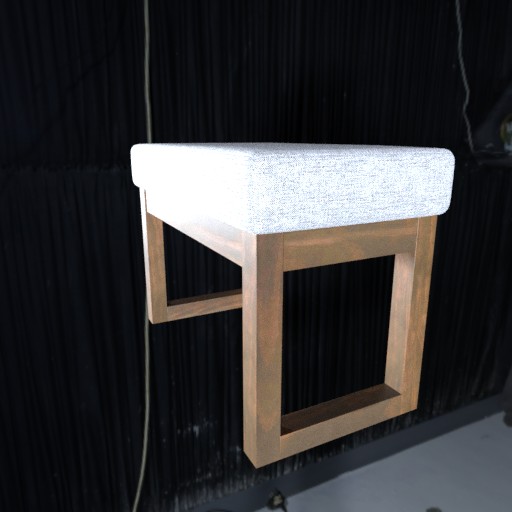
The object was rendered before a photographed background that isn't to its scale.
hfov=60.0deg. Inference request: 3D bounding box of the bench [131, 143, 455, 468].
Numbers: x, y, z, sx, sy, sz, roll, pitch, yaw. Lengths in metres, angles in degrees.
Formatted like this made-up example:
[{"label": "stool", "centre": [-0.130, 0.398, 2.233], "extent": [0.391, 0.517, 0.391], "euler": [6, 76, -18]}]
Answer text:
[{"label": "bench", "centre": [0.000, 0.000, 0.955], "extent": [0.366, 0.467, 0.681], "euler": [-8, 17, -26]}]
